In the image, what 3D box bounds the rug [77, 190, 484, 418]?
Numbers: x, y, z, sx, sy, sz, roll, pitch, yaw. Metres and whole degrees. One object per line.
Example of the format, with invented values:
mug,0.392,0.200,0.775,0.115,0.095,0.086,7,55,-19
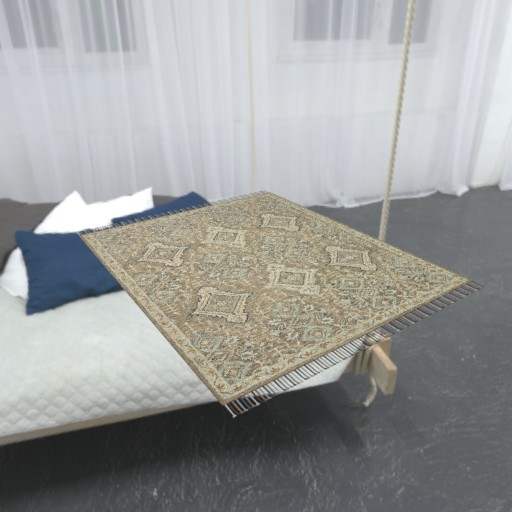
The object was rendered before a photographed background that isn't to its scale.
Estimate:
rug,0.000,0.000,4.114,2.437,0.010,3.056,-17,31,-31
